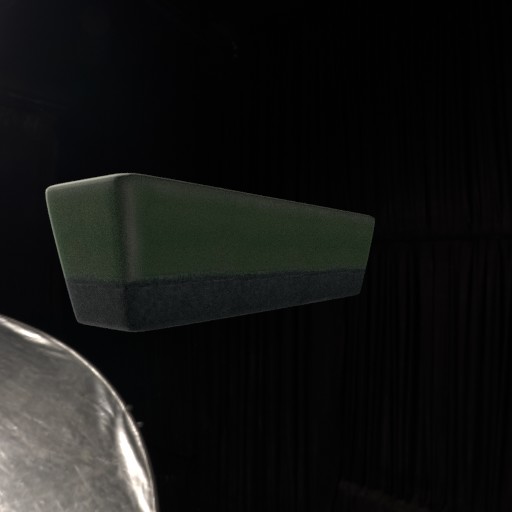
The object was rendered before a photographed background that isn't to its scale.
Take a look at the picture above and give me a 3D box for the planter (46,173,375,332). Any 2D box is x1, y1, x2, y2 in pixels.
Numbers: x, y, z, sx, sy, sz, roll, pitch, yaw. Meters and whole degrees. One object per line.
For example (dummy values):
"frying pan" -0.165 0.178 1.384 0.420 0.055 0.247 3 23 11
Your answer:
"planter" 0.000 0.000 0.315 0.072 0.072 0.275 0 0 37
